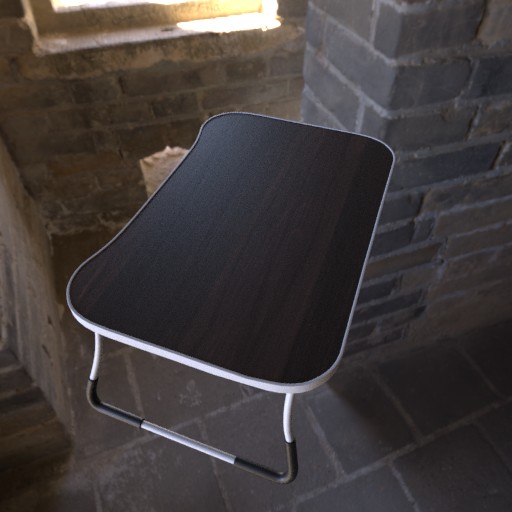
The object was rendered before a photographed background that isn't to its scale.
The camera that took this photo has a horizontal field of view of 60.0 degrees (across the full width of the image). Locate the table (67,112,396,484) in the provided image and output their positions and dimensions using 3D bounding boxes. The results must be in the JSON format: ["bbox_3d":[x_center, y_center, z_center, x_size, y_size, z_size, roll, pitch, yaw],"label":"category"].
[{"bbox_3d":[0.000,0.000,0.832,0.400,0.232,0.660,15,49,14],"label":"table"}]
